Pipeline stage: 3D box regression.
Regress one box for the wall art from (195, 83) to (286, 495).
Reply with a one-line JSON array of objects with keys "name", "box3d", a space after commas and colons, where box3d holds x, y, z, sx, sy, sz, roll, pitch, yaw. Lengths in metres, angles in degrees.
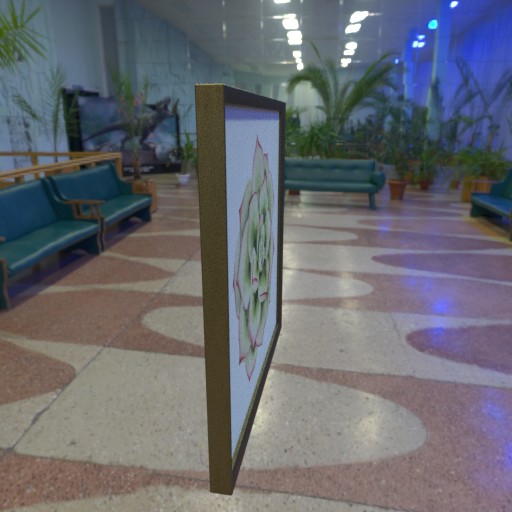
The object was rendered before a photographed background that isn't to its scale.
[{"name": "wall art", "box3d": [0.000, 0.000, 0.746, 0.031, 0.506, 0.503, 3, 17, 10]}]
